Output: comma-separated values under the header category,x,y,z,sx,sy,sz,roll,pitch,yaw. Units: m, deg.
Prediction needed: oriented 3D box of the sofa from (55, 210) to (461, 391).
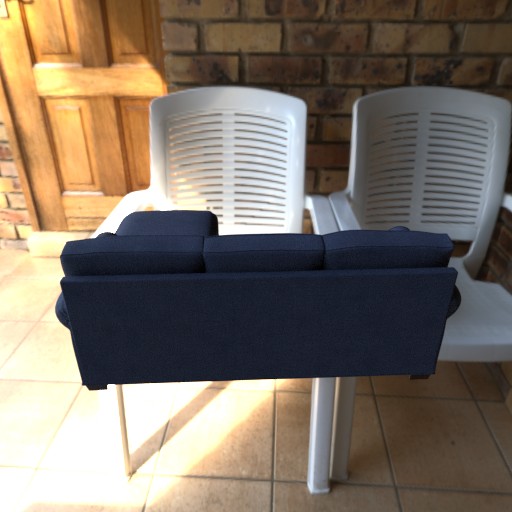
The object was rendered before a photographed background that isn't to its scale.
category,x,y,z,sx,sy,sz,roll,pitch,yaw
sofa,0.000,0.000,3.517,2.567,1.063,1.780,-1,29,-2
